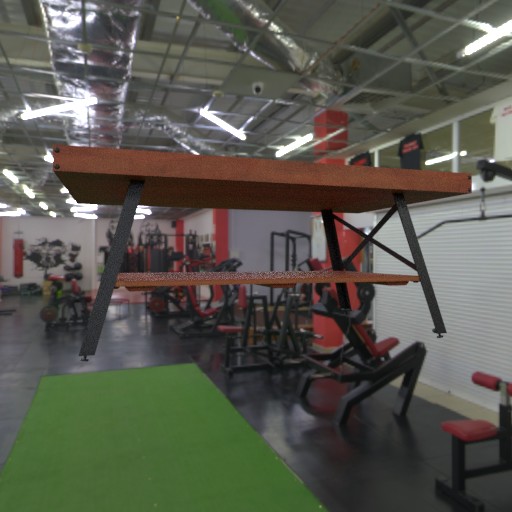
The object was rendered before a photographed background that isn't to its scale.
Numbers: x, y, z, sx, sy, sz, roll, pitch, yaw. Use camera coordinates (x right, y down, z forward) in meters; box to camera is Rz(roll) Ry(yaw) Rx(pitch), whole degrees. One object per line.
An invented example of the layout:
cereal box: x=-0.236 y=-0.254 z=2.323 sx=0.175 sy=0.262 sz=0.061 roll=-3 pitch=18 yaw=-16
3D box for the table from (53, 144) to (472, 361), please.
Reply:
table: x=0.000 y=0.000 z=1.360 sx=1.067 sy=0.457 sz=0.610 roll=0 pitch=0 yaw=-18
